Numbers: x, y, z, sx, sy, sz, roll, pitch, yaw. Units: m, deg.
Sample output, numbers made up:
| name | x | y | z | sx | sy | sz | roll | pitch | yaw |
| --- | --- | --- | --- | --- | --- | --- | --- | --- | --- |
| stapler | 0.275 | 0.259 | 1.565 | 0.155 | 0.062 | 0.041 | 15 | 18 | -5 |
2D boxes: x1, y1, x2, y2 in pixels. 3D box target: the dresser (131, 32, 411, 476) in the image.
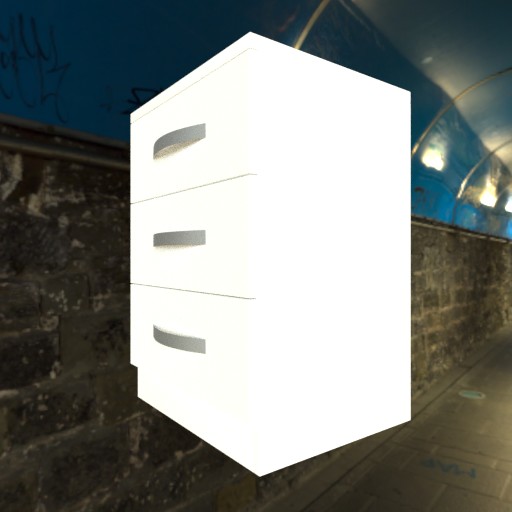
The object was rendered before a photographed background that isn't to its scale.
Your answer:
| name | x | y | z | sx | sy | sz | roll | pitch | yaw |
| --- | --- | --- | --- | --- | --- | --- | --- | --- | --- |
| dresser | 0.000 | 0.000 | 0.808 | 0.360 | 0.560 | 0.400 | 0 | 0 | -37 |
